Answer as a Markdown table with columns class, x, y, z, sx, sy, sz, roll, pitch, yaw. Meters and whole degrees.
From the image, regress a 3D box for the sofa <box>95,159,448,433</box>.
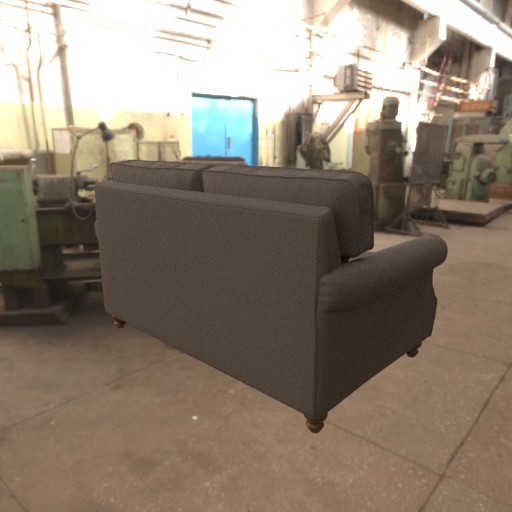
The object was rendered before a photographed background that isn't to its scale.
| class | x | y | z | sx | sy | sz | roll | pitch | yaw |
| --- | --- | --- | --- | --- | --- | --- | --- | --- | --- |
| sofa | 0.000 | 0.000 | 2.248 | 1.665 | 0.937 | 0.964 | 13 | 20 | 42 |
